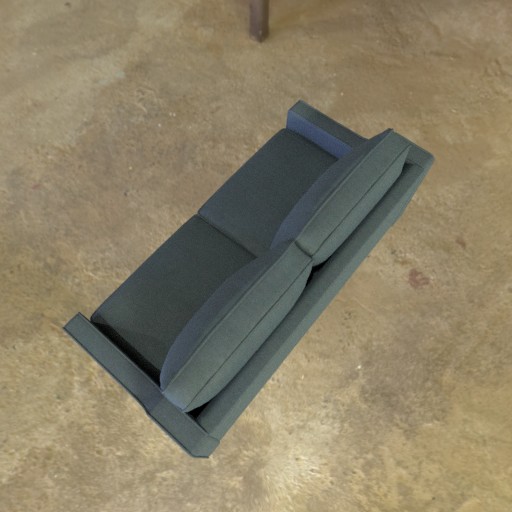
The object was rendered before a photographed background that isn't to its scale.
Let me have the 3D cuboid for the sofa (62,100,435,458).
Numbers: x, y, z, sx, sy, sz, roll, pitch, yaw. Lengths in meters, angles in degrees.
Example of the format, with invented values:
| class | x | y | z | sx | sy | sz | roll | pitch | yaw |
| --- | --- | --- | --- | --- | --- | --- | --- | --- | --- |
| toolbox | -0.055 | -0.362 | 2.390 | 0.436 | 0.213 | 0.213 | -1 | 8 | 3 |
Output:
| class | x | y | z | sx | sy | sz | roll | pitch | yaw |
| --- | --- | --- | --- | --- | --- | --- | --- | --- | --- |
| sofa | 0.000 | 0.000 | 2.818 | 1.066 | 1.071 | 2.178 | 37 | 70 | 16 |
